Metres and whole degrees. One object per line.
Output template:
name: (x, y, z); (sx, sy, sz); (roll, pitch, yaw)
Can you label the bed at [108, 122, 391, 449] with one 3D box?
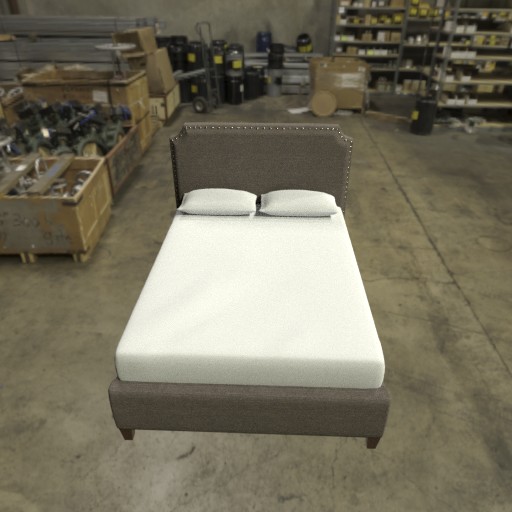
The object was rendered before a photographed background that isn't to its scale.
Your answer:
bed: (0.000, 0.000, 3.479); (1.713, 1.457, 2.381); (1, 31, 2)
